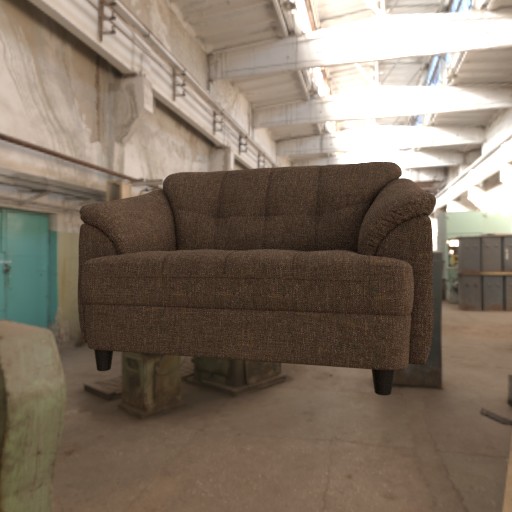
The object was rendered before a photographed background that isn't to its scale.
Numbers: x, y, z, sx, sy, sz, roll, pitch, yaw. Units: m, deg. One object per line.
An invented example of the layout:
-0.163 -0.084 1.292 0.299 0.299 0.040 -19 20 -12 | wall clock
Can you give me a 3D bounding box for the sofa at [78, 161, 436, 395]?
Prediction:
0.000 0.000 1.918 1.404 0.895 0.799 0 0 16 | sofa
